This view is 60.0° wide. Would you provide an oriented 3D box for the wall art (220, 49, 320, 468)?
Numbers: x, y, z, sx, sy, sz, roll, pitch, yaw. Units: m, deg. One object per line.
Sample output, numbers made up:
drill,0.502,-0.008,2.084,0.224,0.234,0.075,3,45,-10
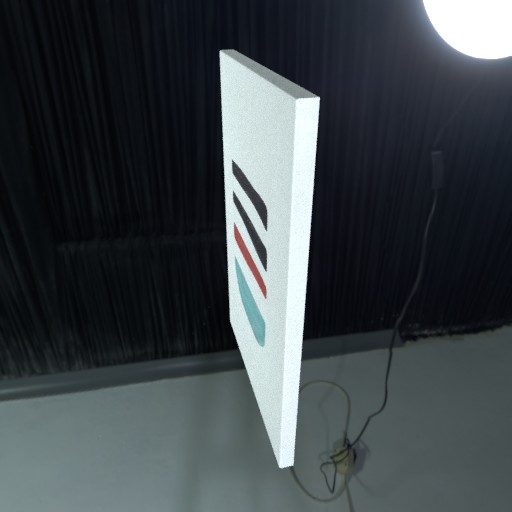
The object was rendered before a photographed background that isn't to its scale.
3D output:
wall art,0.000,0.000,1.152,0.038,0.912,0.607,-8,32,-13
